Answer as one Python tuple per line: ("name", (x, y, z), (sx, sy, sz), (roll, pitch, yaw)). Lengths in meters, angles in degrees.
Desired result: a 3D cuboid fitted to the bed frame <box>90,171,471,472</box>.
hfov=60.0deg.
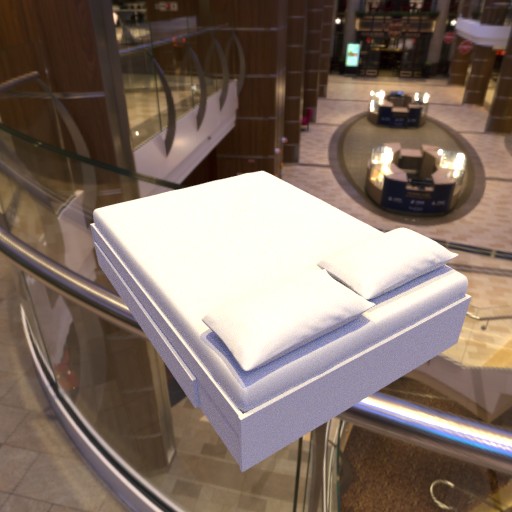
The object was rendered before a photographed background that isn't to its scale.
("bed frame", (0.000, 0.000, 2.687), (1.450, 0.629, 1.950), (-19, 35, -28))
